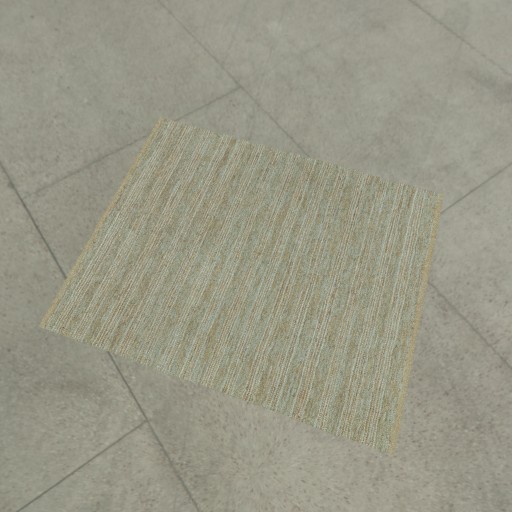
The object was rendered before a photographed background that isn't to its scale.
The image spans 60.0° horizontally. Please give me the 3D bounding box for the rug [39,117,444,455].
[{"bbox_3d":[0.000,0.000,4.035,3.034,0.012,2.471,17,65,8],"label":"rug"}]
